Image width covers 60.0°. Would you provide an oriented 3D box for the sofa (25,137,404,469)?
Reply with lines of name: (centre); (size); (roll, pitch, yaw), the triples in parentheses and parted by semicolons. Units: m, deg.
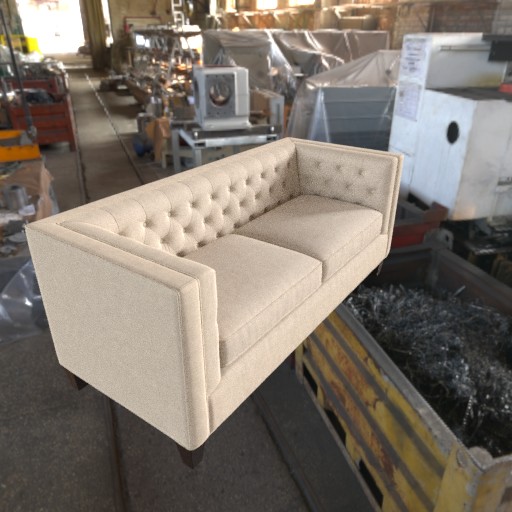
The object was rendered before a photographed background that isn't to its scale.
sofa: (0.000, 0.000, 2.182); (0.775, 0.762, 1.778); (18, 32, 31)
